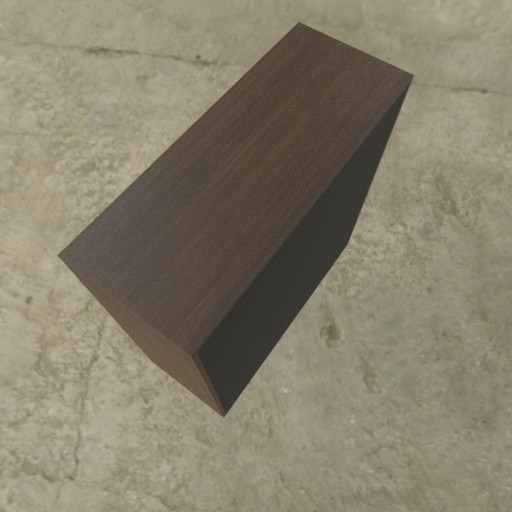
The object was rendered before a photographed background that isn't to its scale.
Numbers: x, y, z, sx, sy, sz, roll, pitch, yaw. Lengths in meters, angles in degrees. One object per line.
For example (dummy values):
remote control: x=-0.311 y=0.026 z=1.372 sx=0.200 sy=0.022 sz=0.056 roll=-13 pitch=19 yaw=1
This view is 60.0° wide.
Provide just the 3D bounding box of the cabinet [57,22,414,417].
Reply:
cabinet: x=0.000 y=0.000 z=1.674 sx=0.400 sy=1.170 sz=1.010 roll=33 pitch=68 yaw=15
